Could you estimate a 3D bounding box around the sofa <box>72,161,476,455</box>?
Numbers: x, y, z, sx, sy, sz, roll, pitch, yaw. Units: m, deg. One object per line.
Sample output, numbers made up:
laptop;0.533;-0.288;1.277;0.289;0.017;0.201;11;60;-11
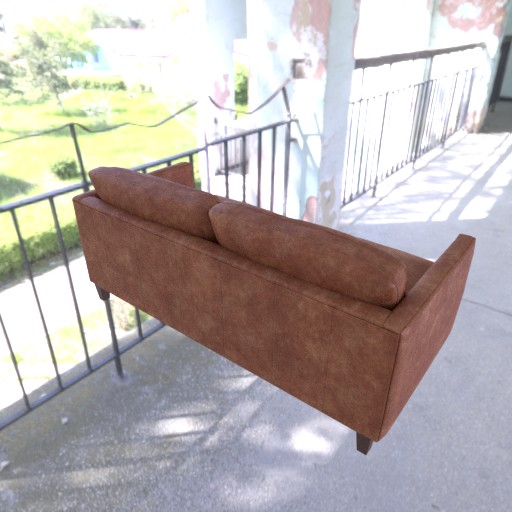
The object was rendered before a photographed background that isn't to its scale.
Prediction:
sofa;0.000;0.000;2.407;1.971;0.863;0.923;21;35;33
